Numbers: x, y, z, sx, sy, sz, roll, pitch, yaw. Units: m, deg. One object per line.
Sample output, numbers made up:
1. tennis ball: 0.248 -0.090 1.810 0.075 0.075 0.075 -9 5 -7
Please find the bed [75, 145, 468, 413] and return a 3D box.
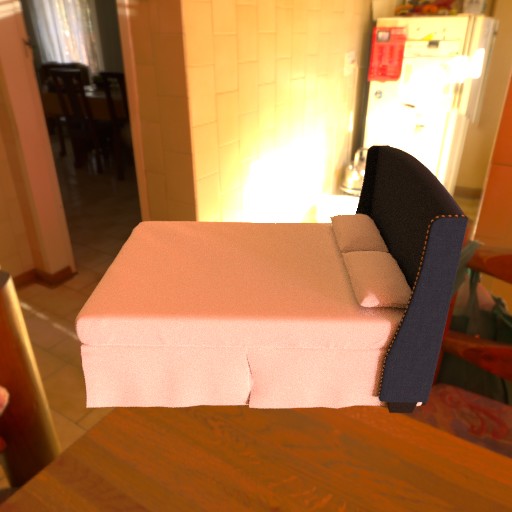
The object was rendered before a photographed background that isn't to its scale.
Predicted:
1. bed: 0.000 0.000 3.203 2.223 1.402 1.604 1 27 1
